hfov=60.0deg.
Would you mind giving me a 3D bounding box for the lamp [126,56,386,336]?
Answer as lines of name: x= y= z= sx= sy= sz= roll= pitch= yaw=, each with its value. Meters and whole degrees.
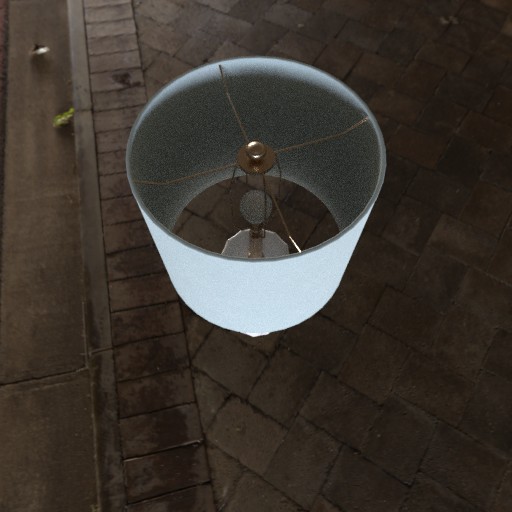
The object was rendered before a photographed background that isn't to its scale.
lamp: x=0.000 y=0.000 z=0.713 sx=0.277 sy=0.534 sz=0.277 roll=18 pitch=65 yaw=8
